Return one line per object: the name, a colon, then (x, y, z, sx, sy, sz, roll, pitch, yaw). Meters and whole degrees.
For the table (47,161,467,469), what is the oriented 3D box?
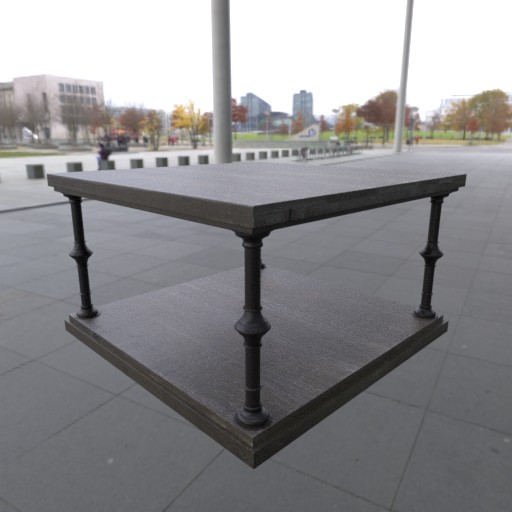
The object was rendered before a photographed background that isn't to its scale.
table: (0.000, 0.000, 1.091, 0.696, 0.400, 0.696, -15, 21, -43)
